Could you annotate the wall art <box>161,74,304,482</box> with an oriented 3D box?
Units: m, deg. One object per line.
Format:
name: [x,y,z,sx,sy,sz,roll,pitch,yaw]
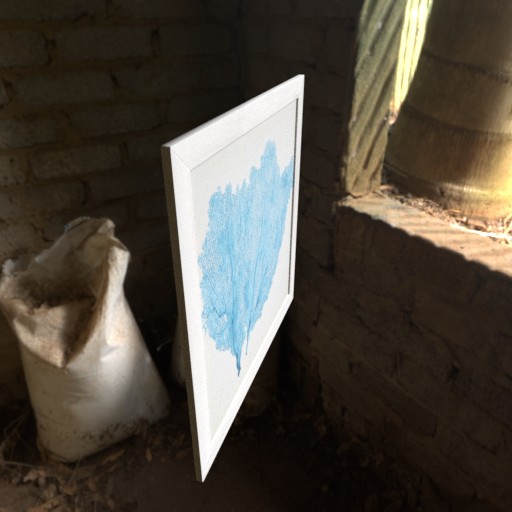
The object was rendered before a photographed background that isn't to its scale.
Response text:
wall art: [0.000,0.000,0.859,0.013,0.584,0.584,10,31,17]
